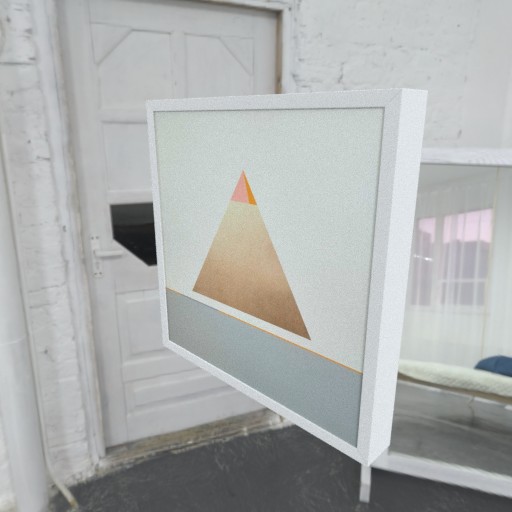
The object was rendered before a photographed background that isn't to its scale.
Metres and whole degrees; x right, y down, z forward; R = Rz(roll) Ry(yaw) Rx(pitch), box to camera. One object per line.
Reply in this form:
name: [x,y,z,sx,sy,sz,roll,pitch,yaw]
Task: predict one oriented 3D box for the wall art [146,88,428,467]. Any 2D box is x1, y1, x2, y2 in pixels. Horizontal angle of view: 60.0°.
wall art: [0.000,0.000,0.449,0.305,0.304,0.038,16,24,42]
